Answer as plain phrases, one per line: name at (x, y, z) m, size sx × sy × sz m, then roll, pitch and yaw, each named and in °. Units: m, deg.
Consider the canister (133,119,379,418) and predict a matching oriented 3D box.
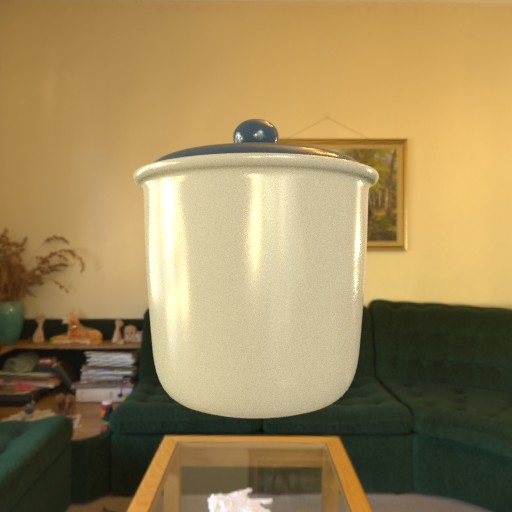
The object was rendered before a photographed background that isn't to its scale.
canister at (0.000, 0.000, 0.341) m, size 0.182 × 0.208 × 0.182 m, roll 0°, pitch 0°, yaw 0°
